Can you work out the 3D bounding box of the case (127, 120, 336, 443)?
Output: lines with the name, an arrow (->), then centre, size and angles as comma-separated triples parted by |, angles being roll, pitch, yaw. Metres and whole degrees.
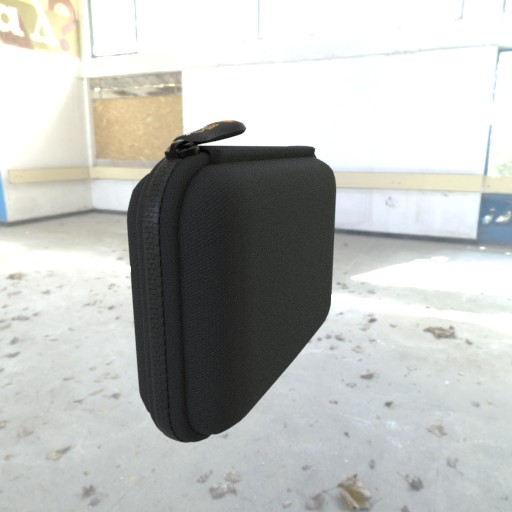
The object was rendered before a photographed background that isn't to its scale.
case -> 0.000, 0.000, 0.182 | 0.038, 0.105, 0.132 | 7, 16, 25
